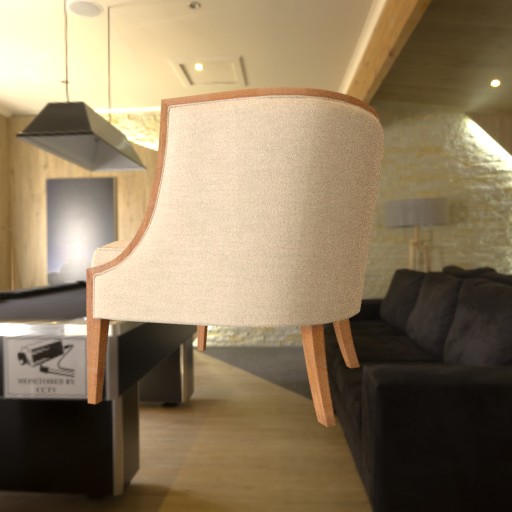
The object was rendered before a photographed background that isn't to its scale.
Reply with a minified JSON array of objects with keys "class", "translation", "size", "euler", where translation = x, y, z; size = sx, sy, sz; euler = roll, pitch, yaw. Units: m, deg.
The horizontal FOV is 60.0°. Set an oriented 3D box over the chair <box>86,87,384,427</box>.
[{"class":"chair","translation":[0.000,0.000,1.371],"size":[0.757,0.775,0.711],"euler":[0,1,19]}]
